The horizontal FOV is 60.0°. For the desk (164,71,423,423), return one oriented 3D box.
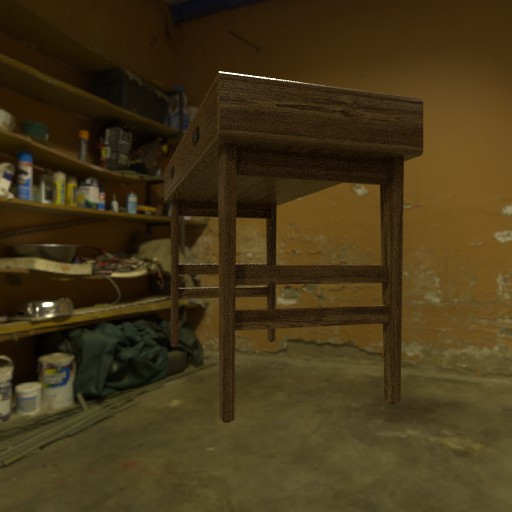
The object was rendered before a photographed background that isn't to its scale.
[{"bbox_3d":[0.000,0.000,1.497,0.508,0.755,1.067,0,-1,-18],"label":"desk"}]
